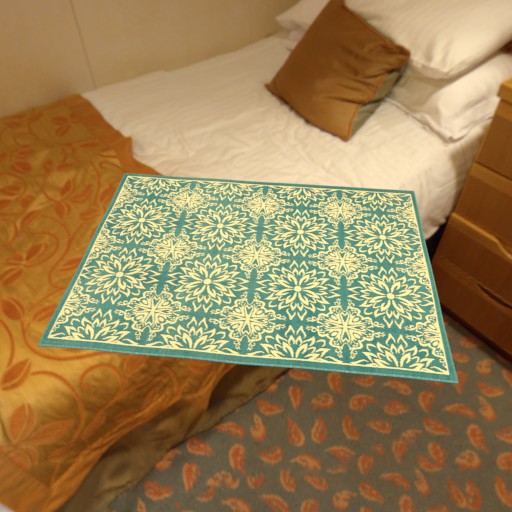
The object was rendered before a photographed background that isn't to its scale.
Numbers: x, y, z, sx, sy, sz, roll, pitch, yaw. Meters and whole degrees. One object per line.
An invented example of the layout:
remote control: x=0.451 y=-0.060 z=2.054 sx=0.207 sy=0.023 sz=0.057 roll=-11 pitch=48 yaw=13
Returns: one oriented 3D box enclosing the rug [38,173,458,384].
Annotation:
rug: x=0.000 y=0.000 z=2.835 sx=2.205 sy=0.012 sz=1.554 roll=4 pitch=47 yaw=4
